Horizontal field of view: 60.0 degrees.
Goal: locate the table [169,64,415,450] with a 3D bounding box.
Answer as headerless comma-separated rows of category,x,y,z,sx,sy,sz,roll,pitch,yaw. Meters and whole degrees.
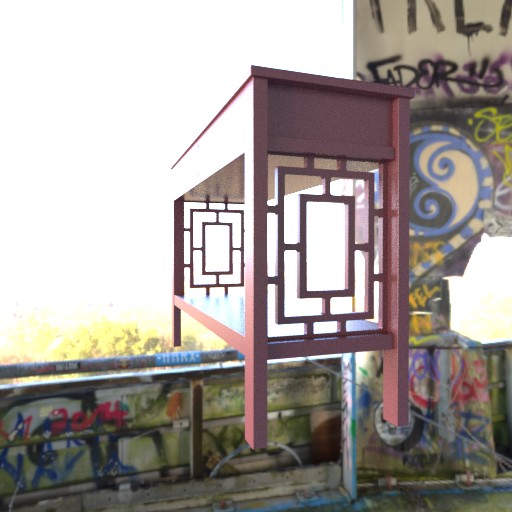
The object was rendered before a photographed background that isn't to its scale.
table,0.000,0.000,1.429,0.397,0.753,1.068,0,1,-19
